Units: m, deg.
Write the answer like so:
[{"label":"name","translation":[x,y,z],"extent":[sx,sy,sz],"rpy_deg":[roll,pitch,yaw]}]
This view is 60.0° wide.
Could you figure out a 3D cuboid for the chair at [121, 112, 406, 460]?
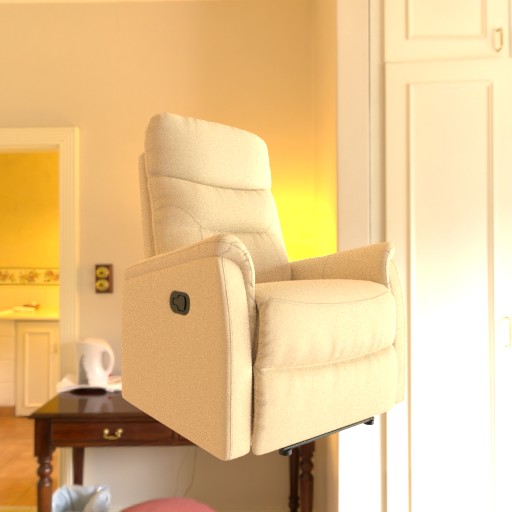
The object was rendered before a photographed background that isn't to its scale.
[{"label":"chair","translation":[0.000,0.000,1.590],"extent":[0.775,1.082,0.831],"rpy_deg":[1,-1,-38]}]
